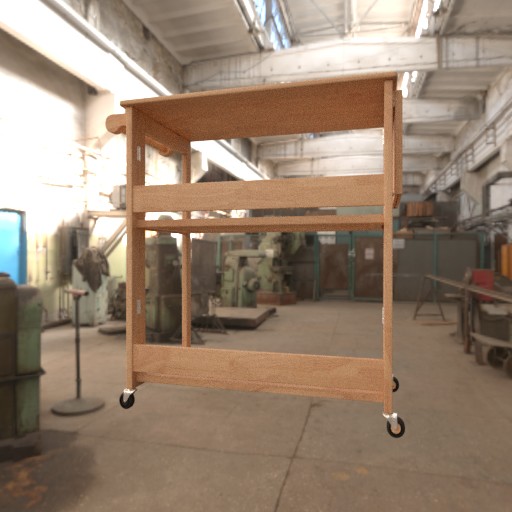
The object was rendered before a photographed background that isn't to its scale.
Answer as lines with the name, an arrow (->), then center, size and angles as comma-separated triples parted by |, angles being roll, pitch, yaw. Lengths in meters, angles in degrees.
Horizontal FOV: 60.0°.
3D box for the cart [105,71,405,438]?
cart -> 0.000, 0.000, 1.366 | 0.853, 0.879, 0.432 | 0, 0, 16
